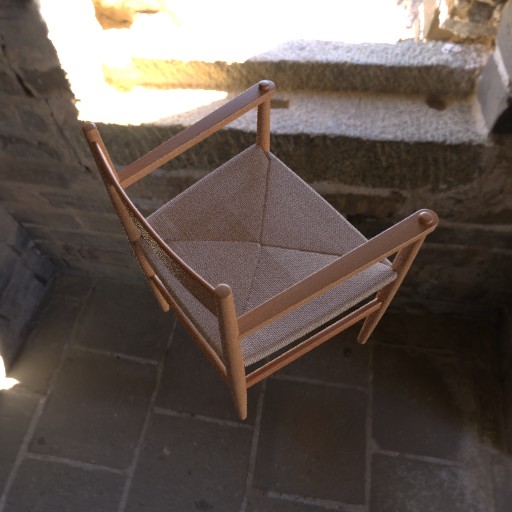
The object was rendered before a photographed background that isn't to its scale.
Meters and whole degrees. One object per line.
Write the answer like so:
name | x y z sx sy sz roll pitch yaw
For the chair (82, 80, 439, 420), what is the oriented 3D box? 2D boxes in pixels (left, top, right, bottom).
chair | 0.000 0.000 1.104 0.495 0.762 0.556 -33 63 -19
